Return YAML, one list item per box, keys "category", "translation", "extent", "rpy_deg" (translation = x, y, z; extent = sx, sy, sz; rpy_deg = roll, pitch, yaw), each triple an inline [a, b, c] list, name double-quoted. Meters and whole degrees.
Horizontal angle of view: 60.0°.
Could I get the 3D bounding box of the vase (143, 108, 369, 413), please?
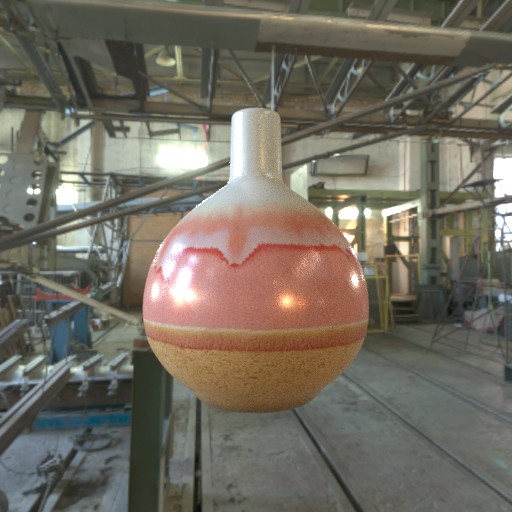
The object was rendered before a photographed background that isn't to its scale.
- category: "vase"
  translation: [0.000, 0.000, 0.277]
  extent: [0.137, 0.176, 0.137]
  rpy_deg: [0, -1, 0]
